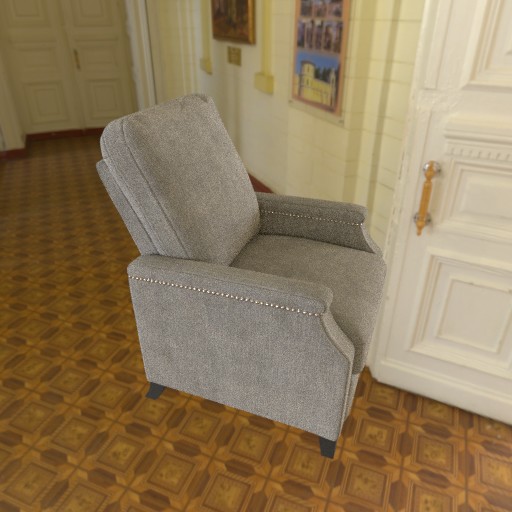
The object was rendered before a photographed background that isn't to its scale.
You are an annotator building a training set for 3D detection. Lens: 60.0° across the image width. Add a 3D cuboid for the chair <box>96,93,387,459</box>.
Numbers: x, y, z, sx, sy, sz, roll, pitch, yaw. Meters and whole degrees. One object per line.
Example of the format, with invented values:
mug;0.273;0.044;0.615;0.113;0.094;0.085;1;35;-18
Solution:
chair;0.000;0.000;1.646;0.922;1.049;0.710;11;32;18
